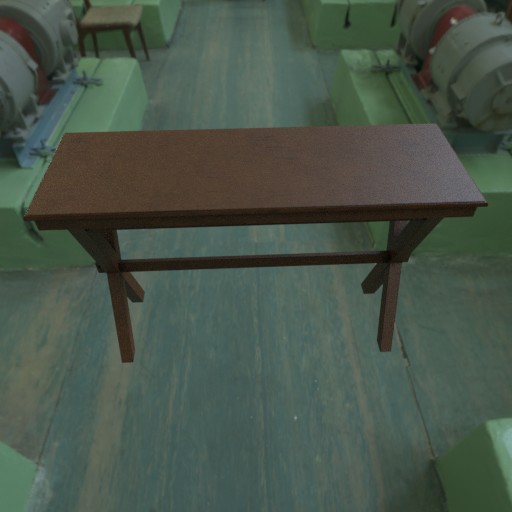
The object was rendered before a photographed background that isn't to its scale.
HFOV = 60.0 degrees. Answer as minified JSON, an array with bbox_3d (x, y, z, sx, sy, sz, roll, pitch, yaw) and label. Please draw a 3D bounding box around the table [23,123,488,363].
[{"bbox_3d":[0.000,0.000,1.545,1.197,0.763,0.399,-2,46,-2],"label":"table"}]
